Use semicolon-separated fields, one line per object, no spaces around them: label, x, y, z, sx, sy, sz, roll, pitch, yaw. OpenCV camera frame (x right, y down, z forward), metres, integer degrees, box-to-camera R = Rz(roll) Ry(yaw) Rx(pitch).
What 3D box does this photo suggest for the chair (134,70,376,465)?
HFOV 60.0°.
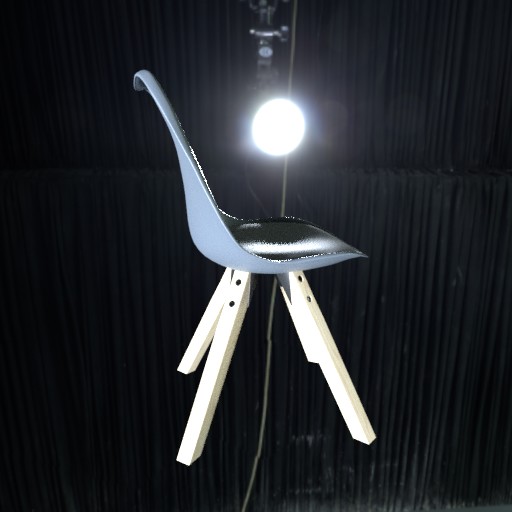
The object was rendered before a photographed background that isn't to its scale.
chair;0.000;0.000;1.141;0.550;0.850;0.485;-2;15;-9
